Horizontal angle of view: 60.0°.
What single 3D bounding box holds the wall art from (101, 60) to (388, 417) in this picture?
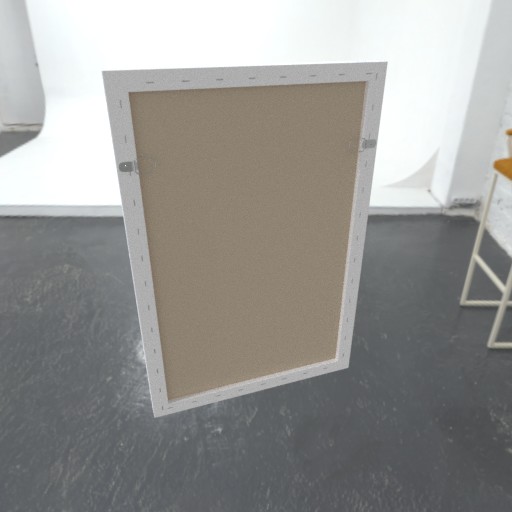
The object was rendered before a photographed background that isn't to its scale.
[{"bbox_3d":[0.000,0.000,1.150,0.624,0.914,0.043,-9,30,-17],"label":"wall art"}]
